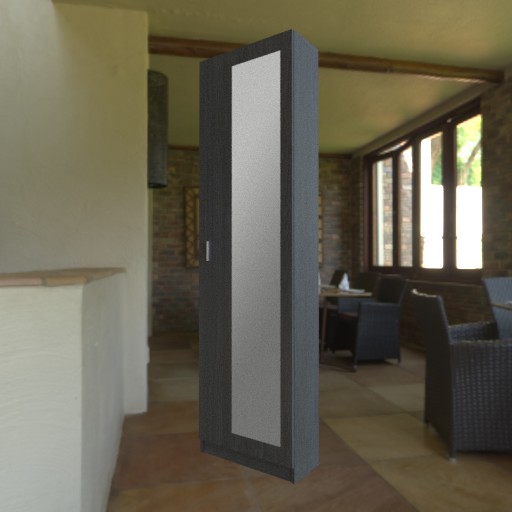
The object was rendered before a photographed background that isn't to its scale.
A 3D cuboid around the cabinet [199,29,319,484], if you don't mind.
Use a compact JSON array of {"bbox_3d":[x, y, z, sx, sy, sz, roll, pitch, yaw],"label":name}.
[{"bbox_3d":[0.000,0.000,1.965,0.500,1.790,0.230,-1,-1,36],"label":"cabinet"}]
